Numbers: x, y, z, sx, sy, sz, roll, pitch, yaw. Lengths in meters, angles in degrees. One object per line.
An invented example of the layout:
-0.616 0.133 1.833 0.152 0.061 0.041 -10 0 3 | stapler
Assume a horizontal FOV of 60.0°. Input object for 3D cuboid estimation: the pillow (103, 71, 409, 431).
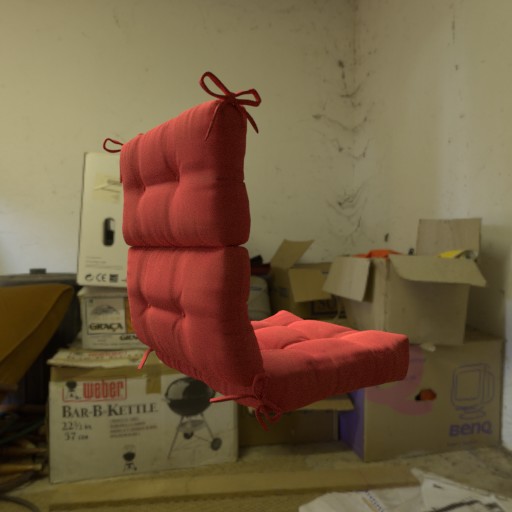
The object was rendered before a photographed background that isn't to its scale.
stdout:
0.000 0.000 1.053 0.571 0.605 0.519 -1 2 -37 | pillow
